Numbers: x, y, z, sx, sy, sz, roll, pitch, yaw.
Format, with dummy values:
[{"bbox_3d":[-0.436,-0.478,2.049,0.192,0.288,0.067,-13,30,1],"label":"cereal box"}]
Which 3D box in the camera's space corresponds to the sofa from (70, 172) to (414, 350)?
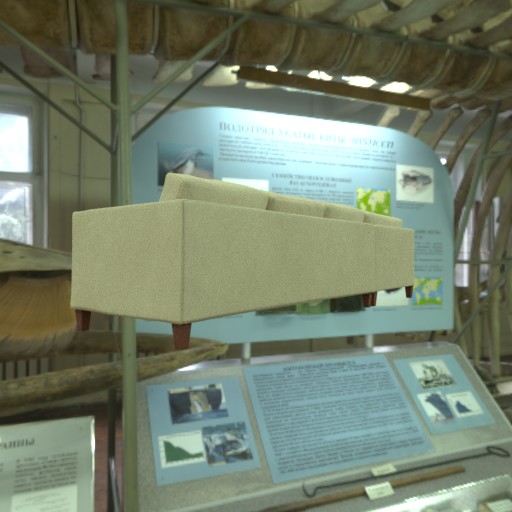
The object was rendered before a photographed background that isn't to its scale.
[{"bbox_3d":[0.000,0.000,3.714,1.625,0.846,3.186,0,0,38],"label":"sofa"}]
